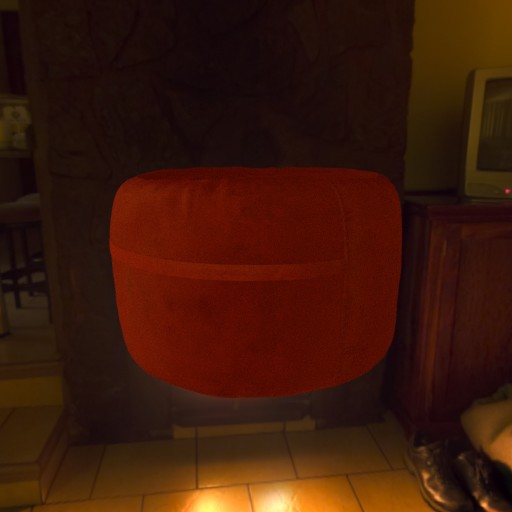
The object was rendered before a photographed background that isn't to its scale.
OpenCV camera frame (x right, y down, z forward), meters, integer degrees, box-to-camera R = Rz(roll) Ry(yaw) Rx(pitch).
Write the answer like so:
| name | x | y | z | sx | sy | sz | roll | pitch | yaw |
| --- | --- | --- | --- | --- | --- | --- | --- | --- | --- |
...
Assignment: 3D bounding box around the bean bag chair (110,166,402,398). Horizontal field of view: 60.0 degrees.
| name | x | y | z | sx | sy | sz | roll | pitch | yaw |
| --- | --- | --- | --- | --- | --- | --- | --- | --- | --- |
| bean bag chair | 0.000 | 0.000 | 1.958 | 1.219 | 0.762 | 1.219 | 0 | 13 | 0 |
